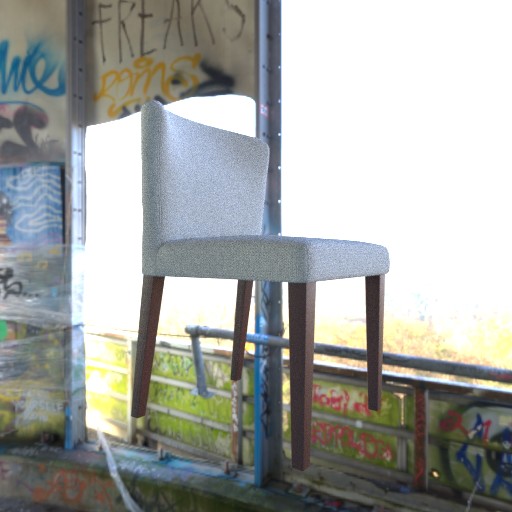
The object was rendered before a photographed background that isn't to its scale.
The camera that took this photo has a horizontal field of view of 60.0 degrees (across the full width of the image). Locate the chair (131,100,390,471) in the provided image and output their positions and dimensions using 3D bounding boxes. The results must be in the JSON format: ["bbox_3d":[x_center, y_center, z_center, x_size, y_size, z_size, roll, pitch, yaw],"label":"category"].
[{"bbox_3d":[0.000,0.000,1.194,0.589,0.839,0.491,0,0,35],"label":"chair"}]
